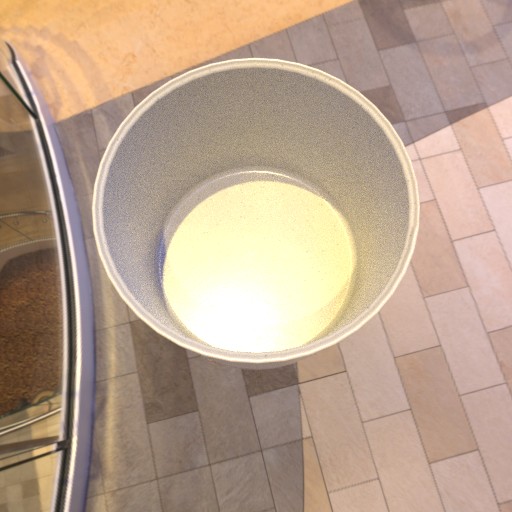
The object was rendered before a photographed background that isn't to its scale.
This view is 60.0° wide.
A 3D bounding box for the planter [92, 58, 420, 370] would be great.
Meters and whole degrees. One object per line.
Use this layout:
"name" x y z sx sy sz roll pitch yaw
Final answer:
"planter" 0.000 0.000 0.261 0.130 0.178 0.130 0 74 0
